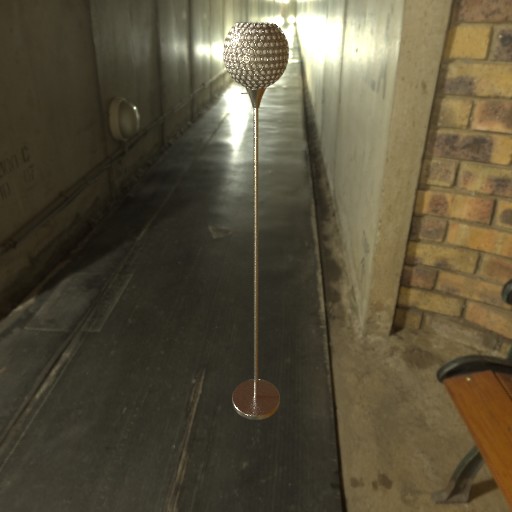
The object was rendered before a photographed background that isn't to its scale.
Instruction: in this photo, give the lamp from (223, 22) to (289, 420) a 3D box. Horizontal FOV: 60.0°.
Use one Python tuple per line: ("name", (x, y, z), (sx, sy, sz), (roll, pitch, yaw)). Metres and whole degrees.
("lamp", (0.000, 0.000, 1.936), (0.254, 1.805, 0.254), (0, 30, 0))
